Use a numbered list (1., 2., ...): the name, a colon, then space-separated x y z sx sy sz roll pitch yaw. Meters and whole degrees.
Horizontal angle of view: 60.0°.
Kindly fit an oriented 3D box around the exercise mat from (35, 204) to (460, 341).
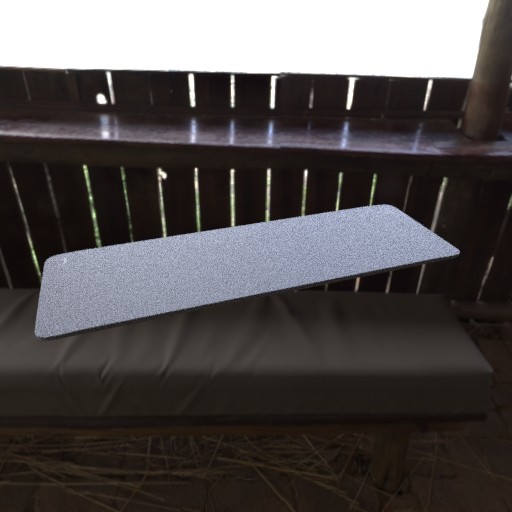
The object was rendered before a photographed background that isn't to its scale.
1. exercise mat: 0.000 0.000 2.088 1.884 0.021 0.616 -10 32 -16
